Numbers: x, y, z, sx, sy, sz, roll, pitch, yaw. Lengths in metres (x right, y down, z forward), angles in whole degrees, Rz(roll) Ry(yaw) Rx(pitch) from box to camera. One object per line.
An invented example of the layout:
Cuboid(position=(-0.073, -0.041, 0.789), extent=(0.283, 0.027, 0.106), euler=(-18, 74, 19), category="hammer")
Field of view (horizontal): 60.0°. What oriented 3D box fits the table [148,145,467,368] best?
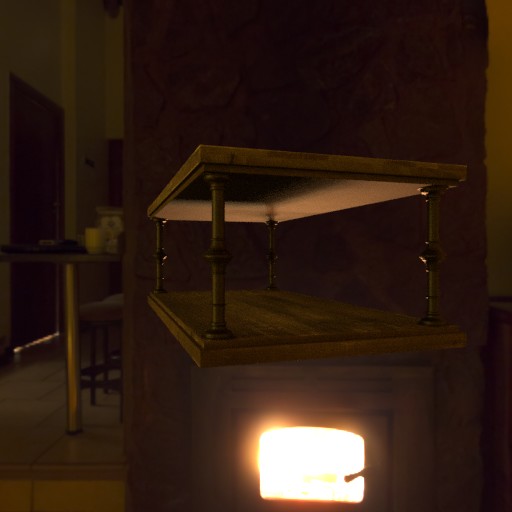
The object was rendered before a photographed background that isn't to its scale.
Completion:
Cuboid(position=(0.000, 0.000, 1.342), extent=(0.554, 0.373, 1.088), euler=(0, 0, -18), category="table")
